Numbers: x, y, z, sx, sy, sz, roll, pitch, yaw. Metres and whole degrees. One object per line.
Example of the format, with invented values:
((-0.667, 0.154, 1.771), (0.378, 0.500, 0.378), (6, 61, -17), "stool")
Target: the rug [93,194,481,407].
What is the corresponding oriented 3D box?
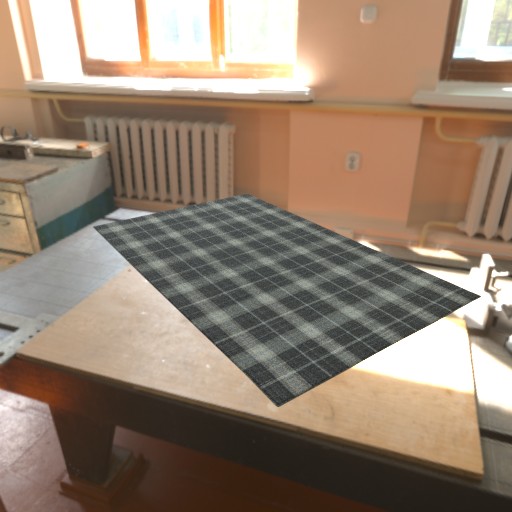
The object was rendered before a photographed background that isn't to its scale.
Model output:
((0.000, 0.000, 3.090), (1.520, 0.015, 2.434), (-17, 30, -32), "rug")
